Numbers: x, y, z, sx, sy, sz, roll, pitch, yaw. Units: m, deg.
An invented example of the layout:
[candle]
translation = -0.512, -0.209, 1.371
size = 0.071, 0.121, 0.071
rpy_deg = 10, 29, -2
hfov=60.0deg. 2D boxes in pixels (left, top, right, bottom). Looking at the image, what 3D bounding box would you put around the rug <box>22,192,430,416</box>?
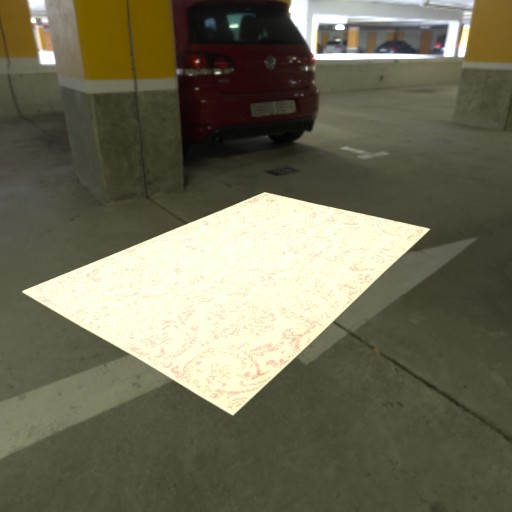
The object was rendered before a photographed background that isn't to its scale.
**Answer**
[rug]
translation = 0.000, 0.000, 3.436
size = 1.819, 0.018, 2.746
rpy_deg = 18, 31, 33
